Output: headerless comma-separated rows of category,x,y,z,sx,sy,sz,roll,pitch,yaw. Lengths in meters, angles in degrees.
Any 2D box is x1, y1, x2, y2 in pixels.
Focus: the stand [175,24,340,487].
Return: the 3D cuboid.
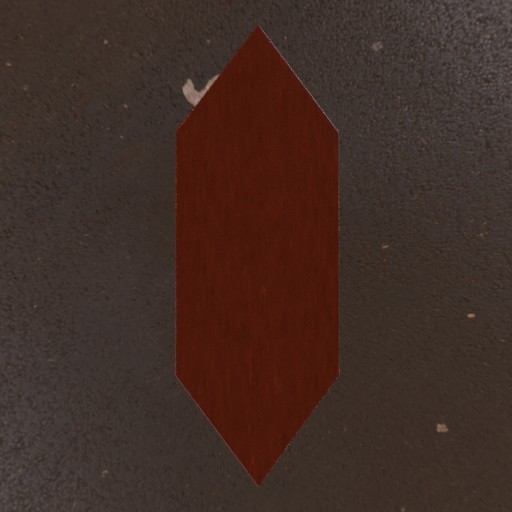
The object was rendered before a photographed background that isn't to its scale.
stand,0.000,0.000,1.330,0.381,0.614,1.072,0,89,-1
